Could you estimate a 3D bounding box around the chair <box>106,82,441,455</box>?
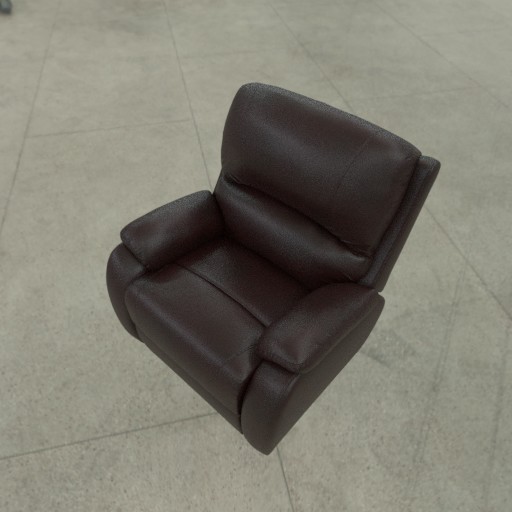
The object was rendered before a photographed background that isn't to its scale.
[{"bbox_3d":[0.000,0.000,1.715,0.930,1.011,0.899,33,54,28],"label":"chair"}]
